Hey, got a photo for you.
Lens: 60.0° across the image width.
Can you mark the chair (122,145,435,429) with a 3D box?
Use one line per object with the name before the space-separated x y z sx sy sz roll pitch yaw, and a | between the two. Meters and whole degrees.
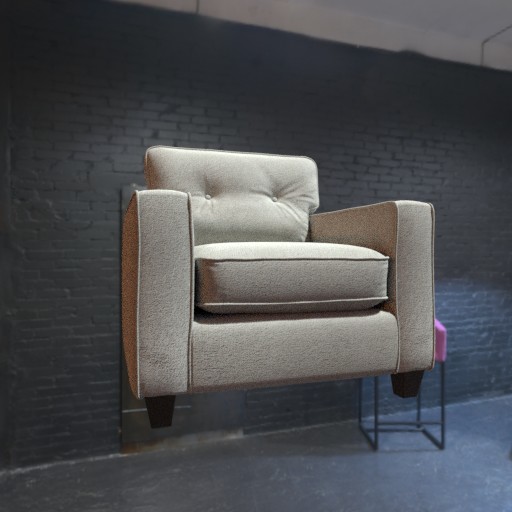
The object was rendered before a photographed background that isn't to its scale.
chair | 0.000 0.000 1.771 1.015 0.965 0.939 0 0 -18
